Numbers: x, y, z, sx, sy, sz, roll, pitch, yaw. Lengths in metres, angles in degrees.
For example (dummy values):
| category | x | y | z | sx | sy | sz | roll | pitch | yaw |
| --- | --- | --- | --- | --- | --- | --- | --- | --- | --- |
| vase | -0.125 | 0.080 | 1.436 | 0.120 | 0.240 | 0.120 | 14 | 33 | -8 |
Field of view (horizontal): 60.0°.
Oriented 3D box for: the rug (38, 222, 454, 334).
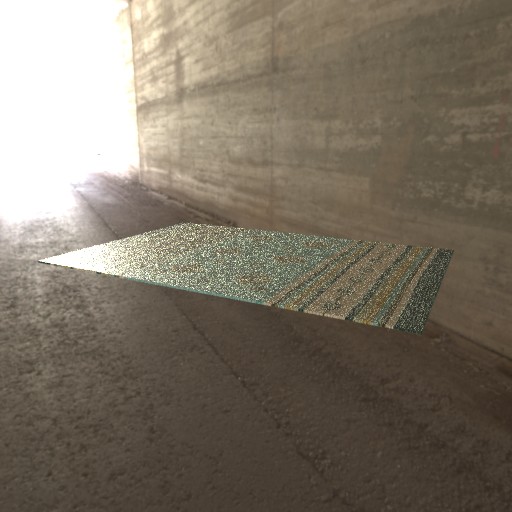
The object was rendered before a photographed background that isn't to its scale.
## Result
| category | x | y | z | sx | sy | sz | roll | pitch | yaw |
| --- | --- | --- | --- | --- | --- | --- | --- | --- | --- |
| rug | 0.000 | 0.000 | 2.314 | 1.811 | 0.010 | 1.212 | 8 | 16 | 27 |
